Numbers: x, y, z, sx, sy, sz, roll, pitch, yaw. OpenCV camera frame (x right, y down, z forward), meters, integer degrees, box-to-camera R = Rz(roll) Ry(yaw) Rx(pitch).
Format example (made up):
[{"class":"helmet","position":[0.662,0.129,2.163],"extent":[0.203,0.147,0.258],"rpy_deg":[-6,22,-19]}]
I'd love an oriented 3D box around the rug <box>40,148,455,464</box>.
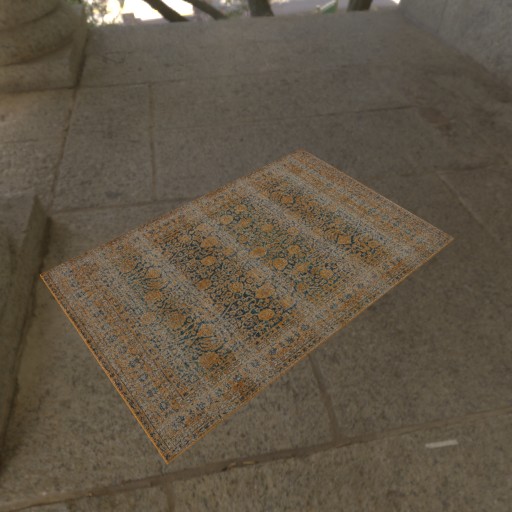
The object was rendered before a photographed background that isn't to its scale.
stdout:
[{"class":"rug","position":[0.000,0.000,2.958],"extent":[2.336,0.007,1.525],"rpy_deg":[-31,53,-27]}]
